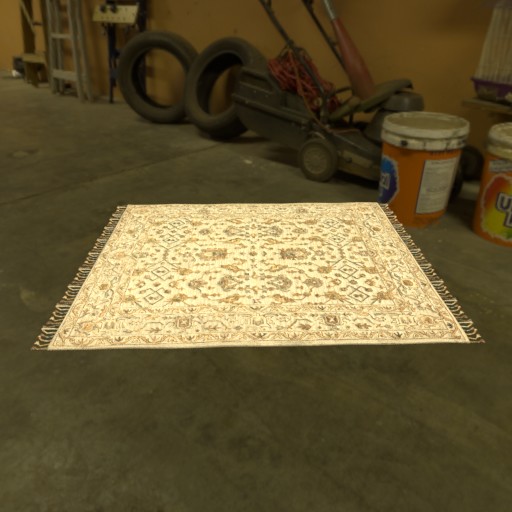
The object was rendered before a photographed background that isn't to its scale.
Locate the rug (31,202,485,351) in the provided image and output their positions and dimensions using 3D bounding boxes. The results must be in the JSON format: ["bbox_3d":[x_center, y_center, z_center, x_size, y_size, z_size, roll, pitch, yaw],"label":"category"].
[{"bbox_3d":[0.000,0.000,3.993,3.061,0.034,2.426,-1,30,-1],"label":"rug"}]
